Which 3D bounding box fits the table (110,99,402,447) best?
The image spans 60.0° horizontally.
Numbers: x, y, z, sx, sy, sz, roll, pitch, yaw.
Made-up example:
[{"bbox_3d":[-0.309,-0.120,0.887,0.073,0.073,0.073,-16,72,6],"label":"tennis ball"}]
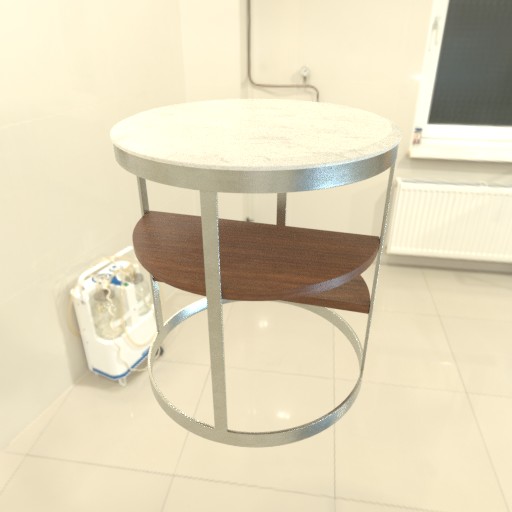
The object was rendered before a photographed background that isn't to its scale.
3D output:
[{"bbox_3d":[0.000,0.000,0.747,0.407,0.447,0.407,0,29,0],"label":"table"}]
